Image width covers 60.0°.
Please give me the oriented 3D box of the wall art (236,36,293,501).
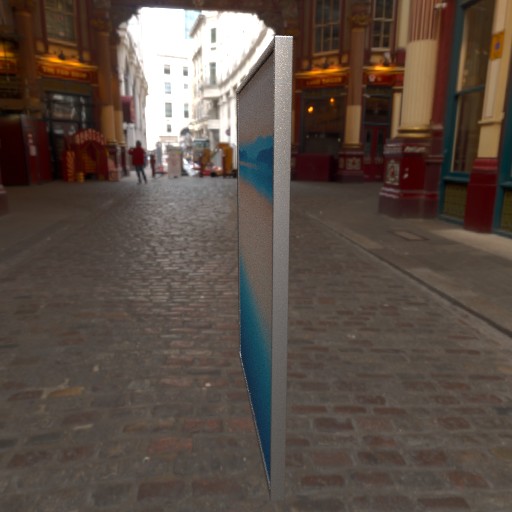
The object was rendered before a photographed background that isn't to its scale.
[{"bbox_3d":[0.000,0.000,1.362,0.037,1.062,0.801,-2,14,-8],"label":"wall art"}]
